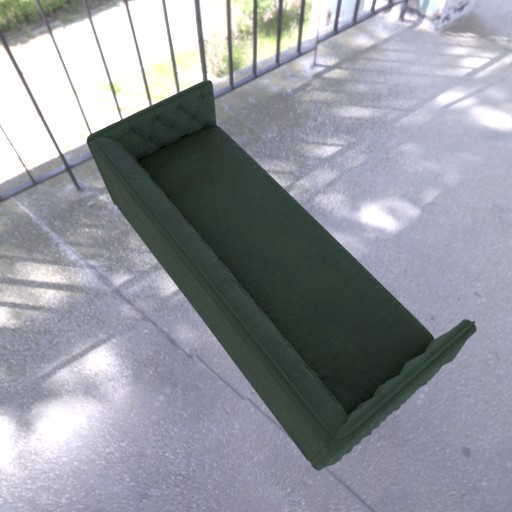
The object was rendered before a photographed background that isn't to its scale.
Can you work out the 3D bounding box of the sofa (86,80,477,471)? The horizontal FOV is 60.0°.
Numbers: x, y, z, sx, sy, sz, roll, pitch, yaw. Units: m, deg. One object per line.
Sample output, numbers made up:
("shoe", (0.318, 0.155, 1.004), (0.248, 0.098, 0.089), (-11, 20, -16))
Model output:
("sofa", (0.000, 0.000, 2.596), (0.895, 0.771, 2.209), (-33, 64, -18))
